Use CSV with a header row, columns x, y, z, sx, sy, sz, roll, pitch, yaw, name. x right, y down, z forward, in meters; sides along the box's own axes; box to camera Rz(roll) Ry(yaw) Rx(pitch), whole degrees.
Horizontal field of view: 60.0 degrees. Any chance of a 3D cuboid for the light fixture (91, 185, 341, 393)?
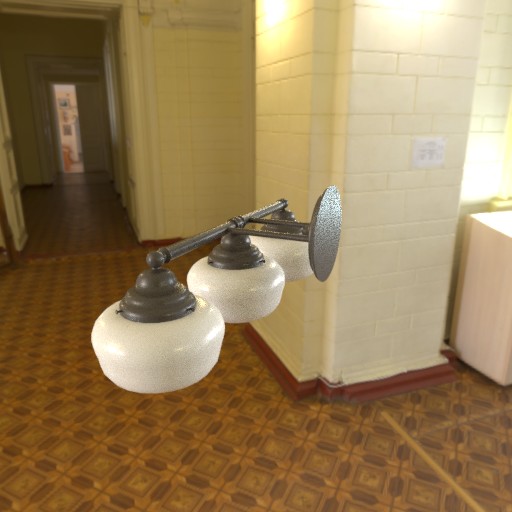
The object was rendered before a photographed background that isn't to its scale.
x,y,z,sx,sy,sz,roll,pitch,yaw,name
0.000,0.000,0.721,0.239,0.242,0.587,8,19,24,light fixture
